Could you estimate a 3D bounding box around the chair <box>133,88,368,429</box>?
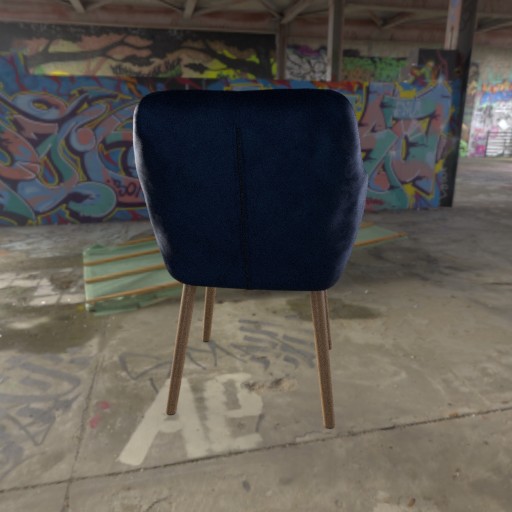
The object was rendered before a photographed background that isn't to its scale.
[{"bbox_3d":[0.000,0.000,1.221,0.578,0.826,0.573,2,17,7],"label":"chair"}]
